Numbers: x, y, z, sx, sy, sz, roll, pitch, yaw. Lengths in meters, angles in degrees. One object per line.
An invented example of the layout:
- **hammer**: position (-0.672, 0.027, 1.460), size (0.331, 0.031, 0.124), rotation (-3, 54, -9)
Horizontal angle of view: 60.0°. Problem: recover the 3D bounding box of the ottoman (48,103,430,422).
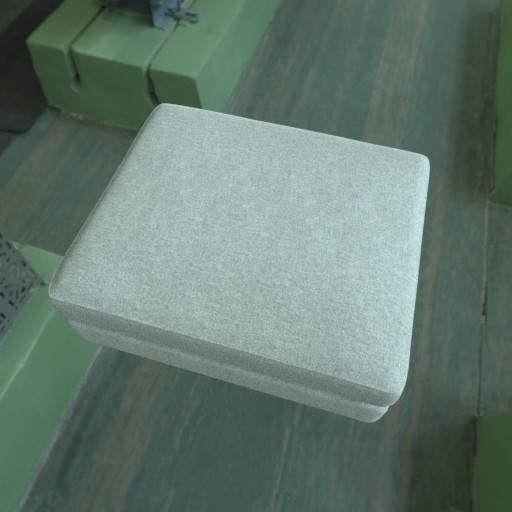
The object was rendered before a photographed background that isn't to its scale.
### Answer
- **ottoman**: position (0.000, 0.000, 1.257), size (0.821, 0.474, 0.693), rotation (14, 59, 8)
